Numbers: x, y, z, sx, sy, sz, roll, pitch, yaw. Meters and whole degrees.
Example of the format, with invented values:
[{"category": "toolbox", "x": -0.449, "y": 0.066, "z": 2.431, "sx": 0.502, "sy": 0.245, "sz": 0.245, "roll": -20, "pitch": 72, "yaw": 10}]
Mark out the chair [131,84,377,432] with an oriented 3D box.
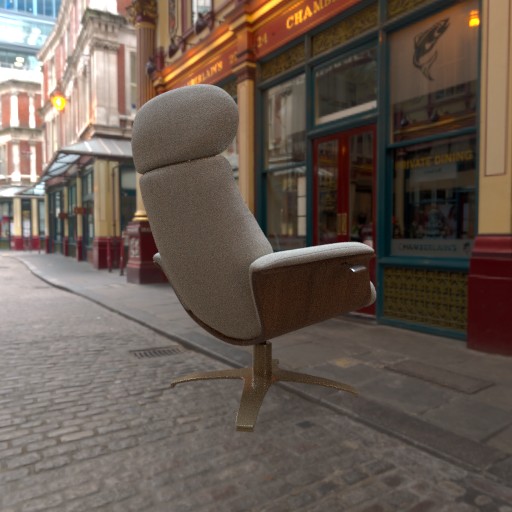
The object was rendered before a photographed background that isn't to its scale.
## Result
[{"category": "chair", "x": 0.000, "y": 0.000, "z": 1.603, "sx": 0.837, "sy": 0.995, "sz": 0.785, "roll": -1, "pitch": 2, "yaw": -35}]
